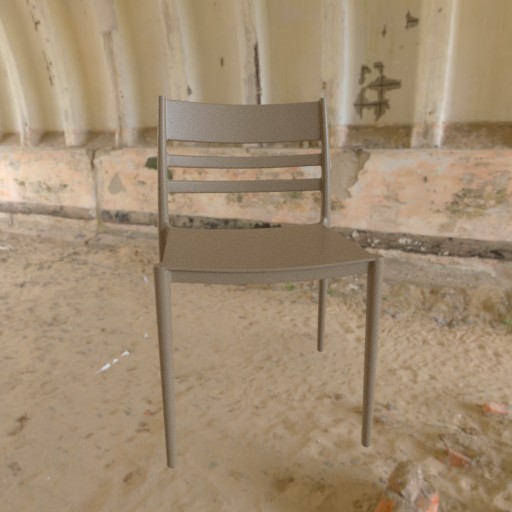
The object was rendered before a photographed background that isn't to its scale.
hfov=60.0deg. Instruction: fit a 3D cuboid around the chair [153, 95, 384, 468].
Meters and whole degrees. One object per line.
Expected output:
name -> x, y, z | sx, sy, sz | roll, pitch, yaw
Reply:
chair -> 0.000, 0.000, 1.131 | 0.531, 0.800, 0.511 | -2, 15, -8
